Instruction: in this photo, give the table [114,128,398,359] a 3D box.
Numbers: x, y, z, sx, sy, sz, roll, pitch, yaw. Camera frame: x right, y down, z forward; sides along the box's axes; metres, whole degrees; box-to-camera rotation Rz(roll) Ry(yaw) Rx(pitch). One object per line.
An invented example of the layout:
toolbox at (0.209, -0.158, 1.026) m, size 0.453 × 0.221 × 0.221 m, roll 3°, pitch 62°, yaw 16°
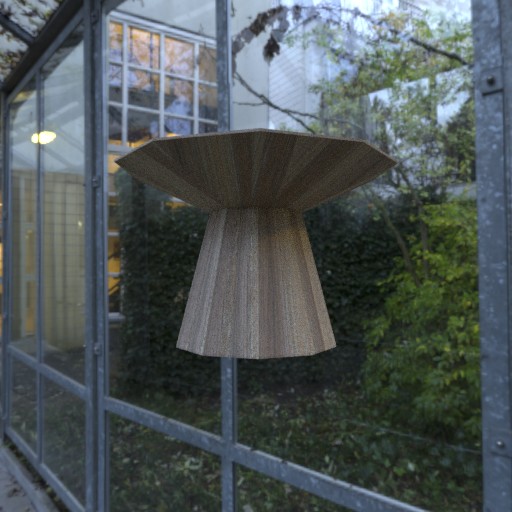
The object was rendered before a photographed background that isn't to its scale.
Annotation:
table at (0.000, 0.000, 1.936) m, size 1.186 × 0.752 × 1.186 m, roll 0°, pitch -1°, yaw 0°
